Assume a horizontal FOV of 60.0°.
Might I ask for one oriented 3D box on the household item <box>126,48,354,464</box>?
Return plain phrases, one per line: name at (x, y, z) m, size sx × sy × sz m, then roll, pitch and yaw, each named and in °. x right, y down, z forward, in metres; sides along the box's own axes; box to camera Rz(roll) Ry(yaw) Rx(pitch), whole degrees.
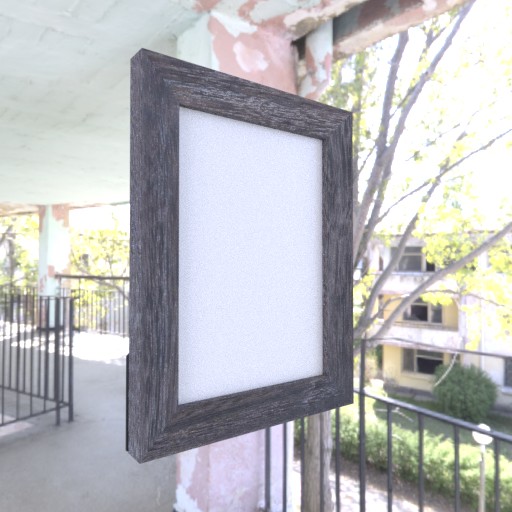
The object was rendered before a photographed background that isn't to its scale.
household item at (0.000, 0.000, 0.280) m, size 0.160 × 0.210 × 0.020 m, roll 1°, pitch -1°, yaw -37°
